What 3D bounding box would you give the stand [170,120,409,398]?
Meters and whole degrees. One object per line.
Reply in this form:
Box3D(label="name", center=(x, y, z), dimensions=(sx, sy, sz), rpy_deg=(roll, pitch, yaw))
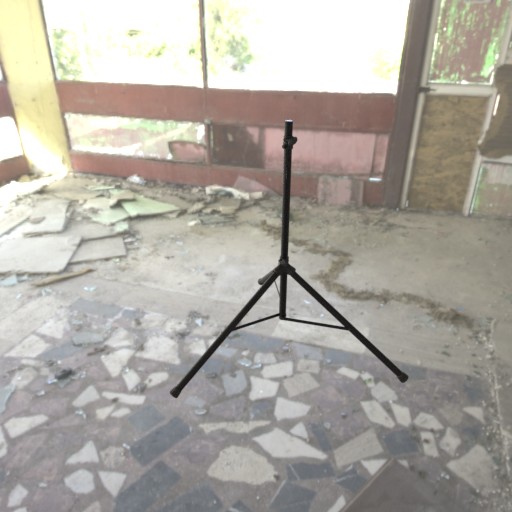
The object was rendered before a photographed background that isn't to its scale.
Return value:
Box3D(label="stand", center=(0.000, 0.000, 2.768), dimensions=(1.339, 1.595, 1.596), rpy_deg=(-18, 32, -31))
